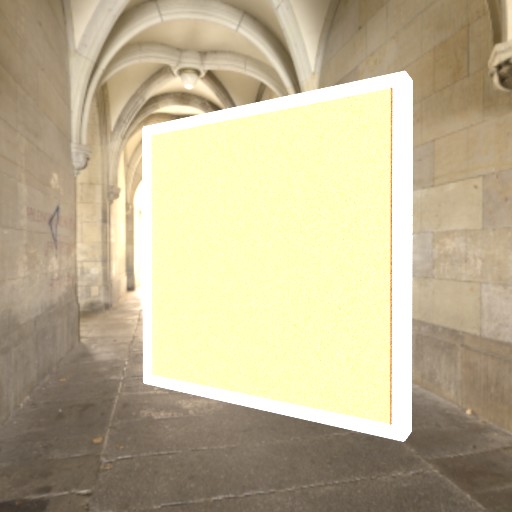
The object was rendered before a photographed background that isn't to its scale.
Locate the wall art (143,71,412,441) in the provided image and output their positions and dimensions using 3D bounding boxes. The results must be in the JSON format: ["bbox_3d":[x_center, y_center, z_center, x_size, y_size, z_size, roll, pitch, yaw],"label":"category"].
[{"bbox_3d":[0.000,0.000,0.758,0.508,0.508,0.038,0,1,32],"label":"wall art"}]
